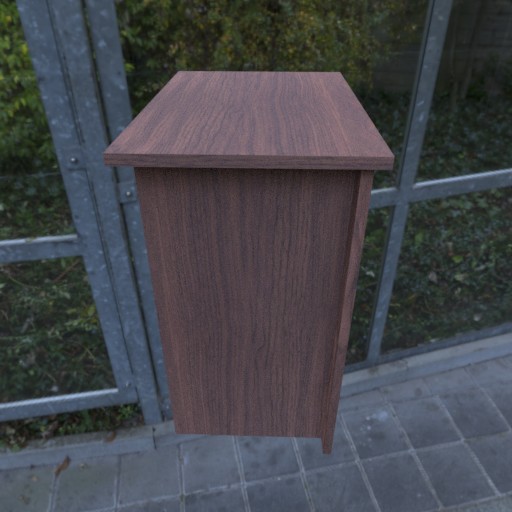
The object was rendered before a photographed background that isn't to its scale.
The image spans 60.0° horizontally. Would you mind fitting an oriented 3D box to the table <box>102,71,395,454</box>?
[{"bbox_3d":[0.000,0.000,1.048,0.406,0.711,0.589,1,33,2],"label":"table"}]
